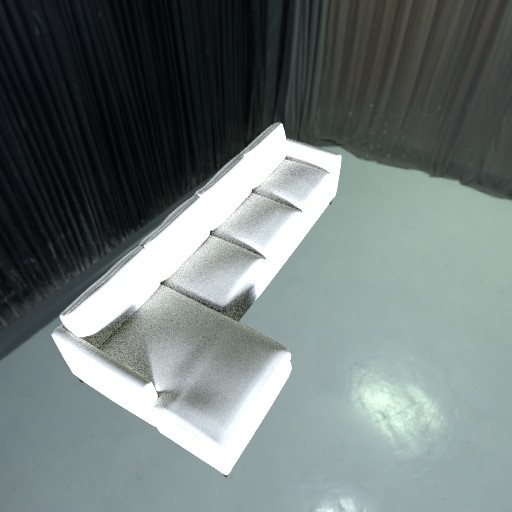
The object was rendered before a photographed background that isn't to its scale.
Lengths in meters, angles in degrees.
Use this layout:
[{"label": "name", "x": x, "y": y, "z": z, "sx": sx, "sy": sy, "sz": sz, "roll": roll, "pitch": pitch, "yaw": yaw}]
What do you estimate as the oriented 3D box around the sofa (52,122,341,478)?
[{"label": "sofa", "x": 0.000, "y": 0.000, "z": 3.885, "sx": 1.467, "sy": 0.875, "sz": 3.186, "roll": 23, "pitch": 49, "yaw": 21}]
